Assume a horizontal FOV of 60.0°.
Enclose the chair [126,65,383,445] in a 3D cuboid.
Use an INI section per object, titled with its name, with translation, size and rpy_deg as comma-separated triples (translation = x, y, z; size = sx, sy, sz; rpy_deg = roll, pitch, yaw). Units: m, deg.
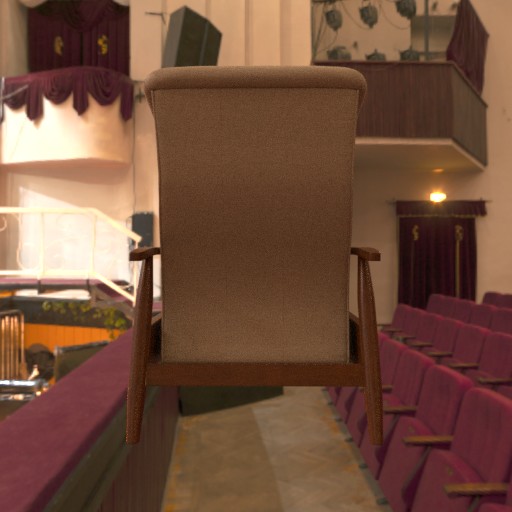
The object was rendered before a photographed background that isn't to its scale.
[chair]
translation = 0.000, 0.000, 1.743
size = 0.762, 1.082, 1.030
rpy_deg = 0, -1, 0
